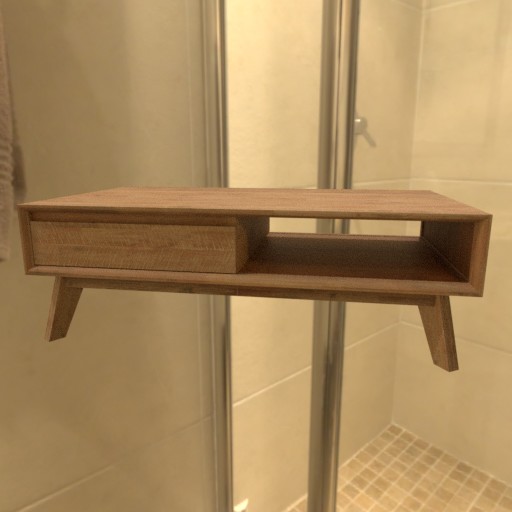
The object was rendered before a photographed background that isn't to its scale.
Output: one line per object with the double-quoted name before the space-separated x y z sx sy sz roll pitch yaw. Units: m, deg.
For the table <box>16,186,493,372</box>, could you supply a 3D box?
"table" 0.000 0.000 1.980 1.619 0.531 0.918 2 13 9
